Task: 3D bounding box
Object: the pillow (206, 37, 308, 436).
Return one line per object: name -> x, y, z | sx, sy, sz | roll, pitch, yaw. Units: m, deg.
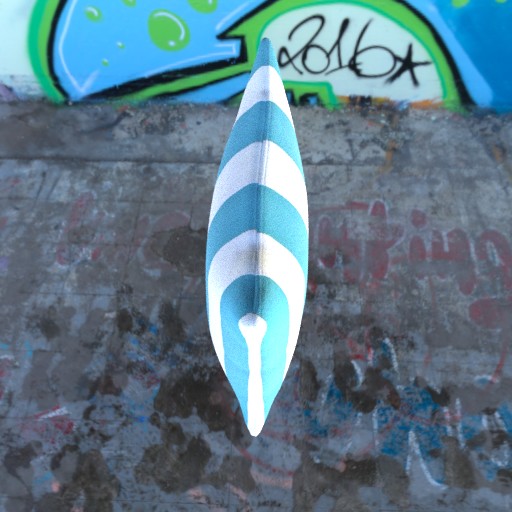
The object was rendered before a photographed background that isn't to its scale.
pillow -> 0.000, 0.000, 0.817 | 0.189, 0.526, 0.536 | 1, 58, 1
